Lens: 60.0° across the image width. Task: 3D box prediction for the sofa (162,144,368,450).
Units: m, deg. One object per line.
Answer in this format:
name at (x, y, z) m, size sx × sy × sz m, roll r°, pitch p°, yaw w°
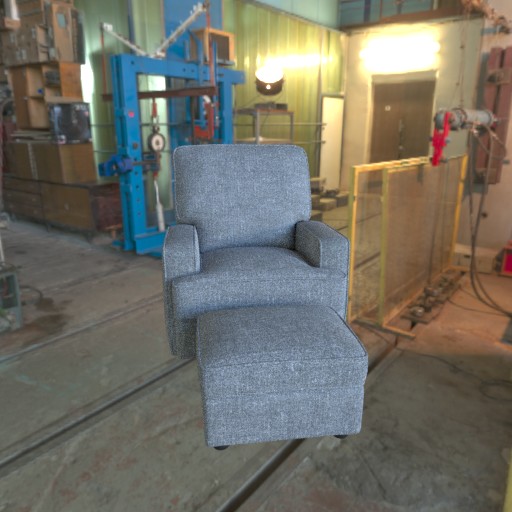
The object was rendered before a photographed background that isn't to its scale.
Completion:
sofa at (0.000, 0.000, 2.048) m, size 0.861 × 0.959 × 1.472 m, roll -2°, pitch 17°, yaw -8°
